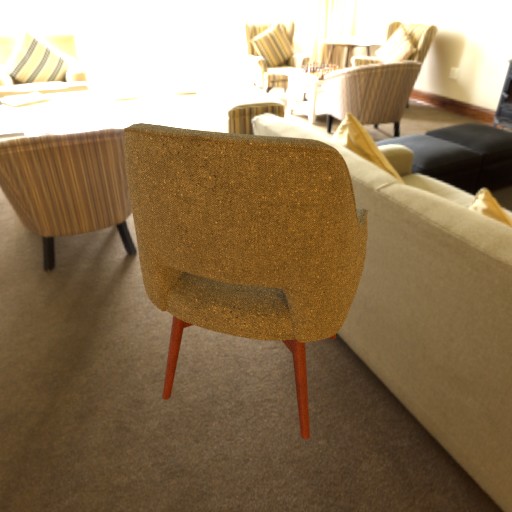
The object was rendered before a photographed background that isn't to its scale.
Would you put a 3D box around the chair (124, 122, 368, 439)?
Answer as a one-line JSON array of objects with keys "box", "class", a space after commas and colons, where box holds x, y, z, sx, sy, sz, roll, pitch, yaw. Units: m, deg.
[{"box": [0.000, 0.000, 1.291, 0.608, 0.875, 0.629, 10, 33, 16], "class": "chair"}]
